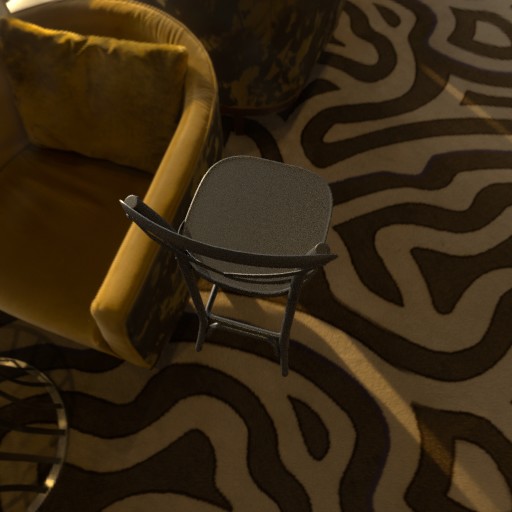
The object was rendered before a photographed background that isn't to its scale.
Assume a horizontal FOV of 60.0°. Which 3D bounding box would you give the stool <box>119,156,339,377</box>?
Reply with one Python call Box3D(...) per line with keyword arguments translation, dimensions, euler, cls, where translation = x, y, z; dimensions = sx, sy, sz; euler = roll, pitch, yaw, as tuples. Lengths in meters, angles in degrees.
Box3D(translation=(0.000, 0.000, 1.462), dimensions=(0.457, 1.168, 0.584), euler=(14, 64, 7), cls="stool")
